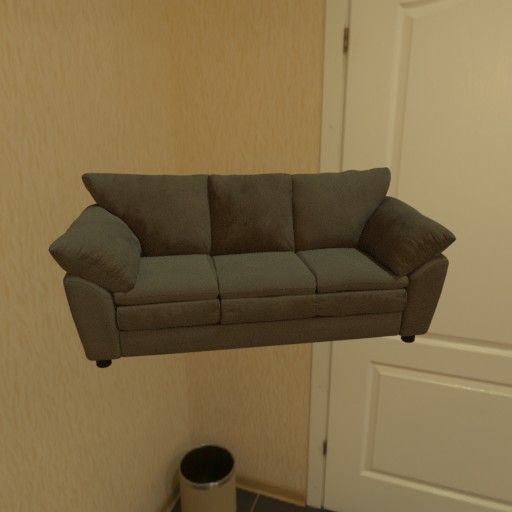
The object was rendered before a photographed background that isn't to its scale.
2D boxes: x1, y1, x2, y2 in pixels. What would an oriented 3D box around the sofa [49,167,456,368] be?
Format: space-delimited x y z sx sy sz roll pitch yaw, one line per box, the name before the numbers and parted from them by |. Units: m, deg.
sofa | 0.000 0.000 2.926 2.336 1.073 0.878 -3 17 -9
